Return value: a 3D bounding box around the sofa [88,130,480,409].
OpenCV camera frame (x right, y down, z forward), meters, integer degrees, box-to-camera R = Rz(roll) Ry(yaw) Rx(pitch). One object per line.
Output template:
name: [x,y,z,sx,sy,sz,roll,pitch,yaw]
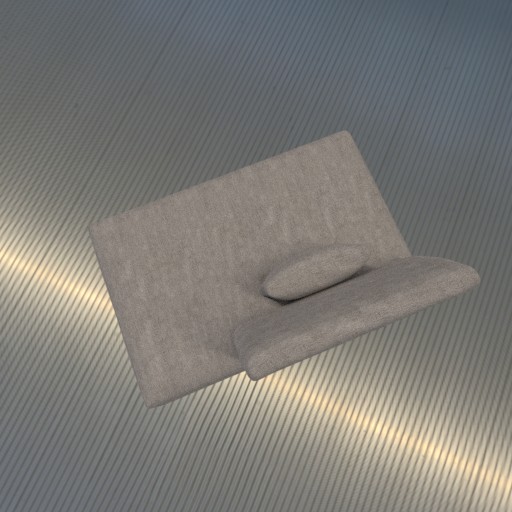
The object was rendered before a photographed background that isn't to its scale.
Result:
sofa: [0.000,0.000,2.022,1.450,0.820,1.002,-21,77,-5]
